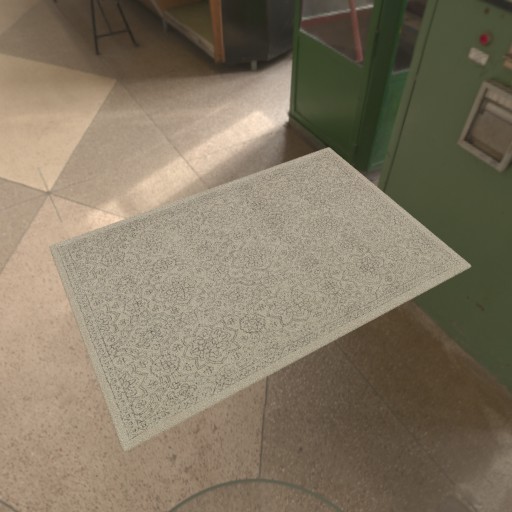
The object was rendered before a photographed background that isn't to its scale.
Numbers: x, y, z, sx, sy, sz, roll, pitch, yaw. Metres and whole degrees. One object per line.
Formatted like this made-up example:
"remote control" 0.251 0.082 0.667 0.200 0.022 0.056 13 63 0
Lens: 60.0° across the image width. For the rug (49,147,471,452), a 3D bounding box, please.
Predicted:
"rug" 0.000 0.000 2.298 1.829 0.010 1.219 -23 52 -20
